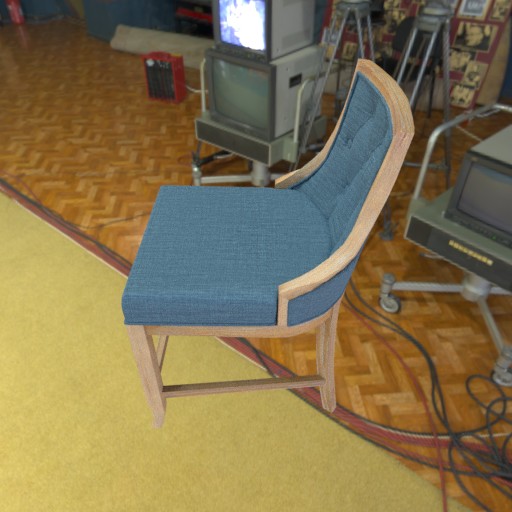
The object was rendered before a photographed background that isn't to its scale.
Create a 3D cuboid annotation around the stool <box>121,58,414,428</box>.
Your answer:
[{"bbox_3d":[0.000,0.000,1.247,0.626,0.938,0.524,1,40,1],"label":"stool"}]
